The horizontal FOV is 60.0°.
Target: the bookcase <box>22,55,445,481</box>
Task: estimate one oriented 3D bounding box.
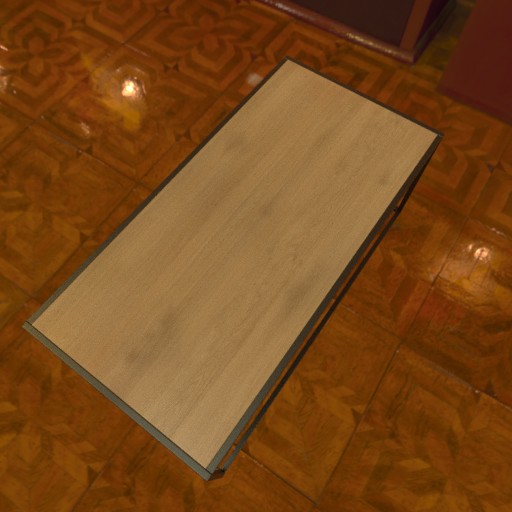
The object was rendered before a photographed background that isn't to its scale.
[{"bbox_3d":[0.000,0.000,1.224,0.500,0.400,1.000,33,69,15],"label":"bookcase"}]
